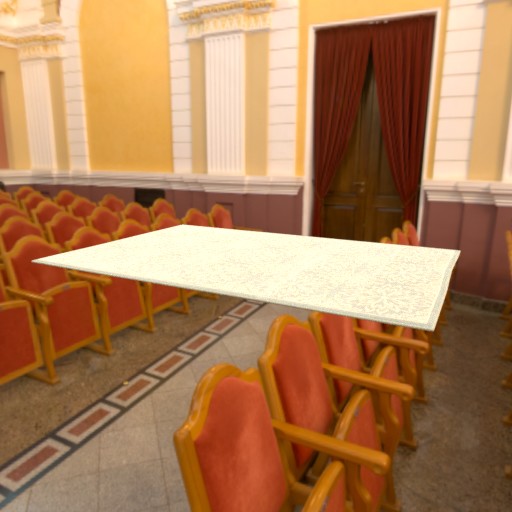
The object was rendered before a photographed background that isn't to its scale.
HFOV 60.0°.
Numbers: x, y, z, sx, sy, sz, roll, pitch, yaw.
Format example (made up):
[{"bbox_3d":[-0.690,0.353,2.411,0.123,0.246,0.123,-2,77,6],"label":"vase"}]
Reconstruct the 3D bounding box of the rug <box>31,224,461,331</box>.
[{"bbox_3d":[0.000,0.000,2.268,1.840,0.012,1.219,7,15,27],"label":"rug"}]
